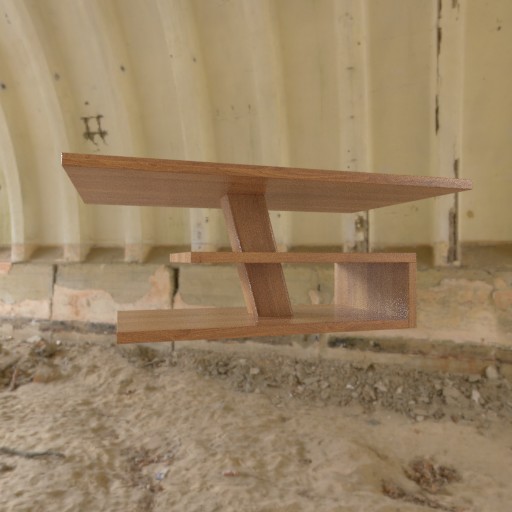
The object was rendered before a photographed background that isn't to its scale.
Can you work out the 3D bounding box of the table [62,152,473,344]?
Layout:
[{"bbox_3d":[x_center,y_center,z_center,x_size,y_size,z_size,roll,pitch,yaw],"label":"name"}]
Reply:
[{"bbox_3d":[0.000,0.000,1.456,1.100,0.442,0.700,0,0,-17],"label":"table"}]
